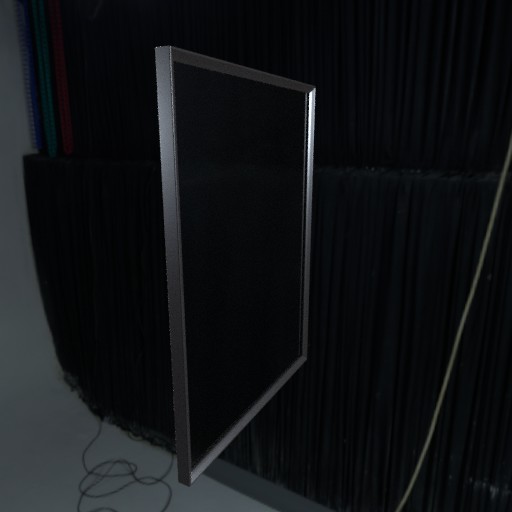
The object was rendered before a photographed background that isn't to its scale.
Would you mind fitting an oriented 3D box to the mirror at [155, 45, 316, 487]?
[{"bbox_3d":[0.000,0.000,1.312,0.041,1.016,0.762,8,17,28],"label":"mirror"}]
